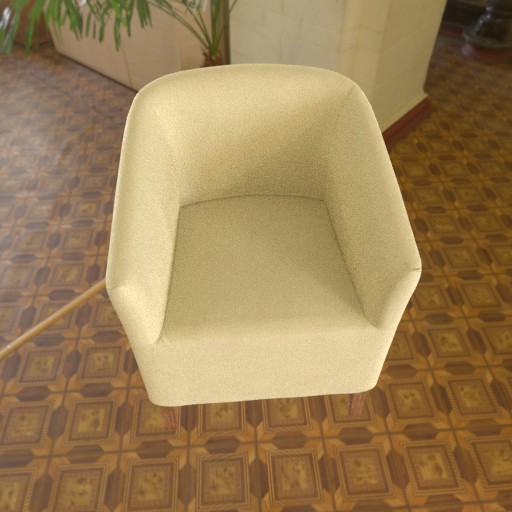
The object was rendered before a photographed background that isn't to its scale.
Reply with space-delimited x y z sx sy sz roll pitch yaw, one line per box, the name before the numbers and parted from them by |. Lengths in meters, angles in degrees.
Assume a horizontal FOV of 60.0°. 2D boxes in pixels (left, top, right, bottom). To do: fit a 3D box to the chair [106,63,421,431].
chair | 0.000 0.000 1.263 0.643 0.822 0.657 -3 47 -3
